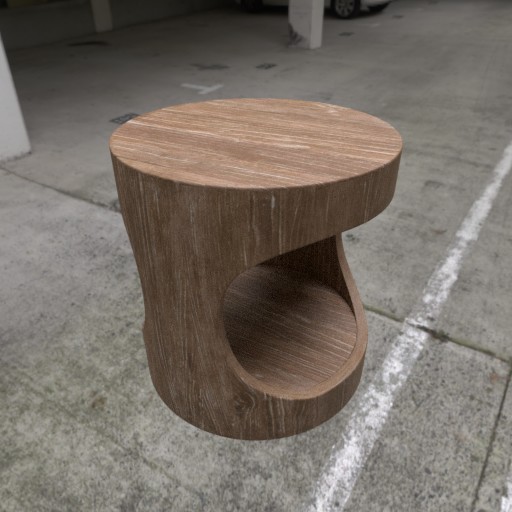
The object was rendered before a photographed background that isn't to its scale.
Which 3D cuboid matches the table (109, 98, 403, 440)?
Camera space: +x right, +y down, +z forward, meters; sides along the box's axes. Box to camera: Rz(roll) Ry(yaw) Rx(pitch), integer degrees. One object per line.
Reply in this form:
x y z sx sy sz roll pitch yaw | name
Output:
0.000 0.000 0.971 0.527 0.551 0.527 0 32 0 | table
